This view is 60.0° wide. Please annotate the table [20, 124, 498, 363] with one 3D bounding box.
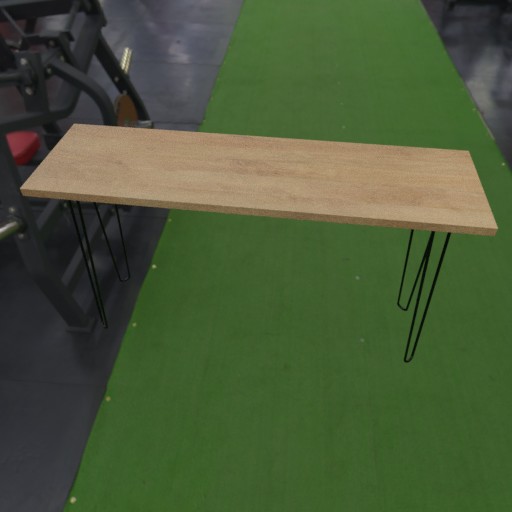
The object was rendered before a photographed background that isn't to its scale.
[{"bbox_3d":[0.000,0.000,1.708,1.400,0.799,0.399,5,46,5],"label":"table"}]
